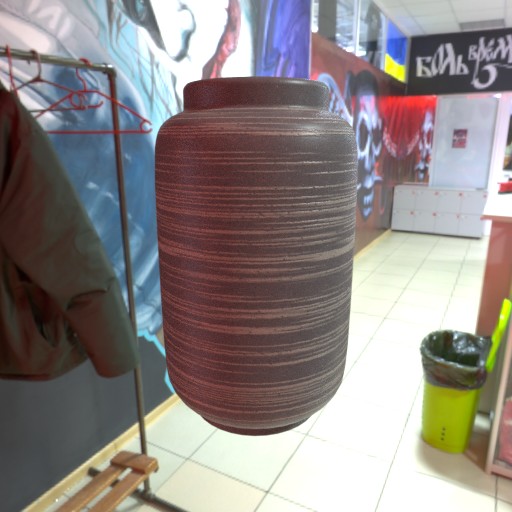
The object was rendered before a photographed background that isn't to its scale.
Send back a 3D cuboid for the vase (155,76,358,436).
[{"bbox_3d":[0.000,0.000,0.690,0.297,0.499,0.297,0,15,0],"label":"vase"}]
